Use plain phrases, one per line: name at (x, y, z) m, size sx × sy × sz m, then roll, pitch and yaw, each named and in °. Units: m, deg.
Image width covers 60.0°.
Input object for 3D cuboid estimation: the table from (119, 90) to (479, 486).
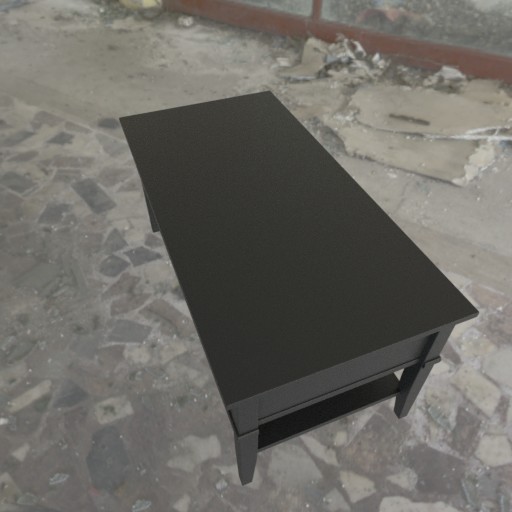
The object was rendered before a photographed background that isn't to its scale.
table at (0.000, 0.000, 1.303) m, size 0.523 × 0.470 × 1.044 m, roll -16°, pitch 47°, yaw -15°
